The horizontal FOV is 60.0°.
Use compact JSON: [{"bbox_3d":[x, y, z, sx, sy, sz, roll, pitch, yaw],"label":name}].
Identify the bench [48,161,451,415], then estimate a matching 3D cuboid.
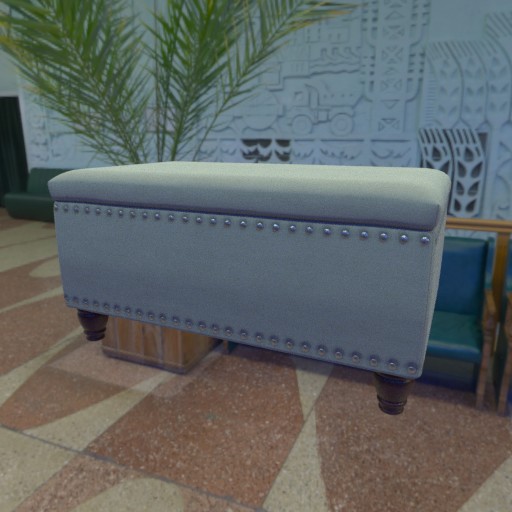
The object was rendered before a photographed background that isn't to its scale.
[{"bbox_3d":[0.000,0.000,1.156,0.887,0.449,0.500,7,16,24],"label":"bench"}]
